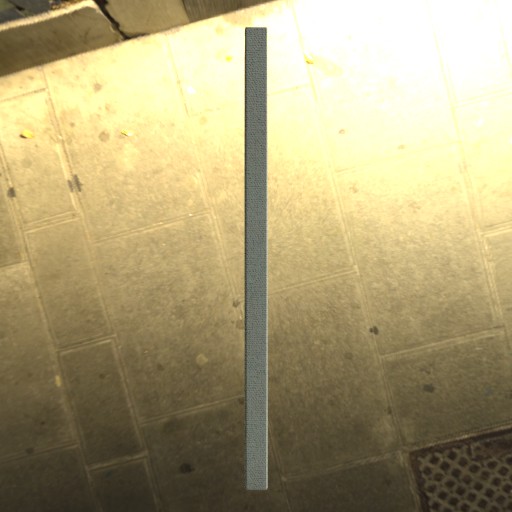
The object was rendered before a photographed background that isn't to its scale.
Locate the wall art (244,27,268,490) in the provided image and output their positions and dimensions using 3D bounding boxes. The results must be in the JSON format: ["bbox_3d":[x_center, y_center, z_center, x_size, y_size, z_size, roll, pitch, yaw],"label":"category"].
[{"bbox_3d":[0.000,0.000,0.881,0.034,0.605,0.605,0,91,0],"label":"wall art"}]
